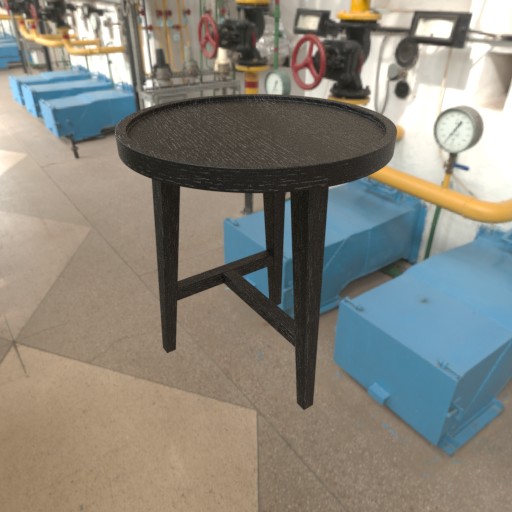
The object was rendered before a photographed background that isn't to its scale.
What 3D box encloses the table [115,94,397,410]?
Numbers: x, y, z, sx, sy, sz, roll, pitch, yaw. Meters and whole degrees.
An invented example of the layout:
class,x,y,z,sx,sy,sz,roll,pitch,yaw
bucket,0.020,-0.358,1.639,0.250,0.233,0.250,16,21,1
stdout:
class,x,y,z,sx,sy,sz,roll,pitch,yaw
table,0.000,0.000,0.767,0.399,0.460,0.399,0,31,0
